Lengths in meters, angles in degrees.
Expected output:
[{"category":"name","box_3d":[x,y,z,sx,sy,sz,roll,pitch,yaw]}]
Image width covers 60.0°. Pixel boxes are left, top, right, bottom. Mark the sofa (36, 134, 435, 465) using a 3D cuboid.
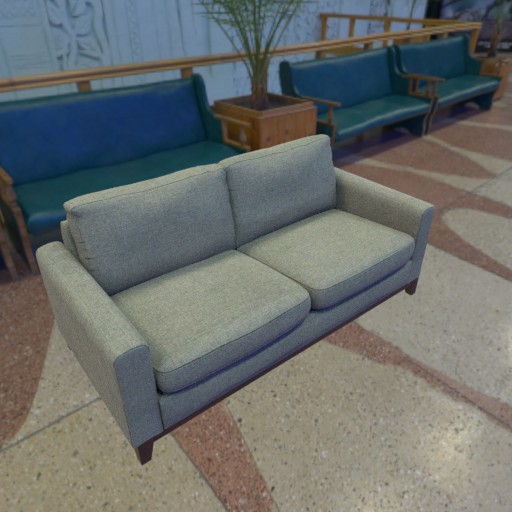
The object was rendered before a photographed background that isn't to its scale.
[{"category":"sofa","box_3d":[0.000,0.000,2.419,1.978,0.892,0.969,-23,39,-32]}]
